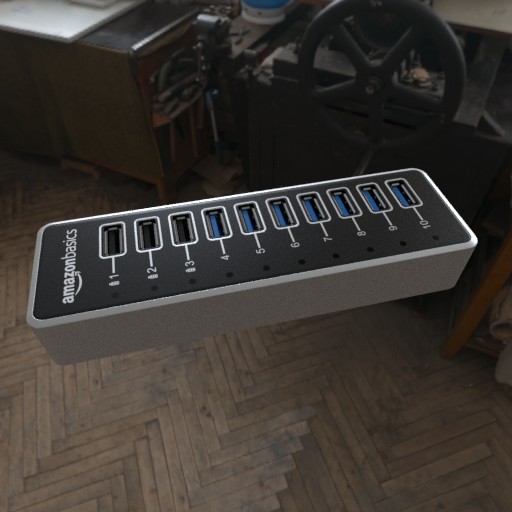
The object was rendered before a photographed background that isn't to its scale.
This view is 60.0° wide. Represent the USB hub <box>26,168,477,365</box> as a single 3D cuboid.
[{"bbox_3d":[0.000,0.000,0.158,0.145,0.023,0.044,-10,49,-9],"label":"USB hub"}]
